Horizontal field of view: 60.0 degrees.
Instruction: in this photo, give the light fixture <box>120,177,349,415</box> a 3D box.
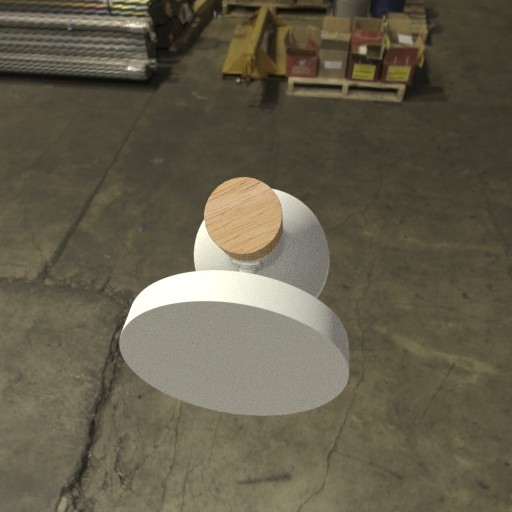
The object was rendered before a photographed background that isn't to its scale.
[{"bbox_3d":[0.000,0.000,0.331,0.127,0.199,0.209,5,48,5],"label":"light fixture"}]
